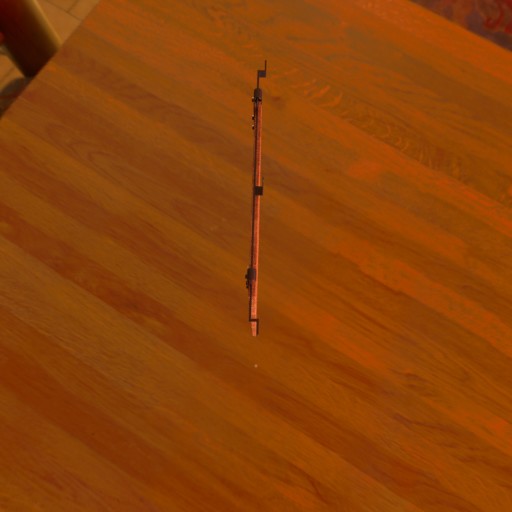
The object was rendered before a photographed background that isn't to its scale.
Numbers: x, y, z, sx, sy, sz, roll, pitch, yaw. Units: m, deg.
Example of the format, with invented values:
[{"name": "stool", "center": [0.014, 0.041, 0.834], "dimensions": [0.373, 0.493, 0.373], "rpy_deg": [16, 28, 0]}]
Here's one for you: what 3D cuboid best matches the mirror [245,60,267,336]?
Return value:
[{"name": "mirror", "center": [0.000, 0.000, 2.100], "dimensions": [0.042, 1.793, 0.847], "rpy_deg": [2, 76, 0]}]
